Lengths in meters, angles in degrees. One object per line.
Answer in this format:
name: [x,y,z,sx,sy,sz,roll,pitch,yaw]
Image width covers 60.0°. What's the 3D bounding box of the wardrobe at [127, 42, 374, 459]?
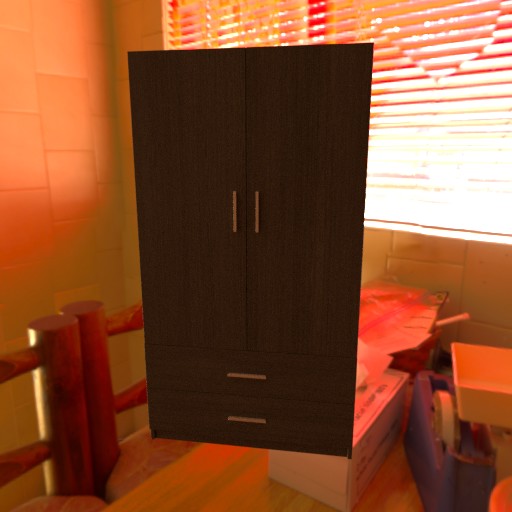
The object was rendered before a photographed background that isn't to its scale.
wardrobe: [0.000,0.000,2.204,0.991,1.808,0.577,2,13,9]
